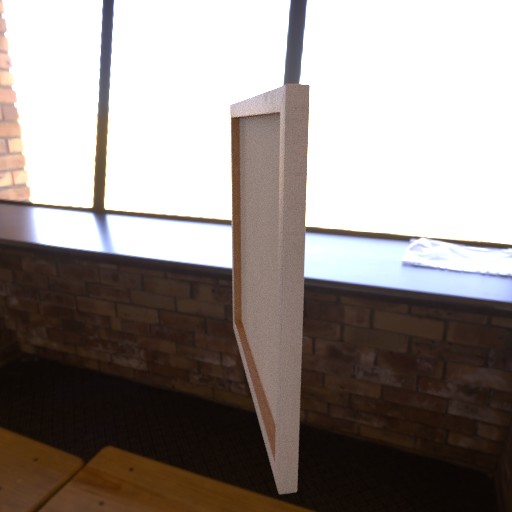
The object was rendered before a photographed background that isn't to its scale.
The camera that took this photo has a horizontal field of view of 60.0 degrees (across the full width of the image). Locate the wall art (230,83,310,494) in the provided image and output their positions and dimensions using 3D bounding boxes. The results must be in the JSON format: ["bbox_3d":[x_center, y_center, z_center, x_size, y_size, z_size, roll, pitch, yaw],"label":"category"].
[{"bbox_3d":[0.000,0.000,1.132,0.038,0.762,0.762,-3,17,-9],"label":"wall art"}]
